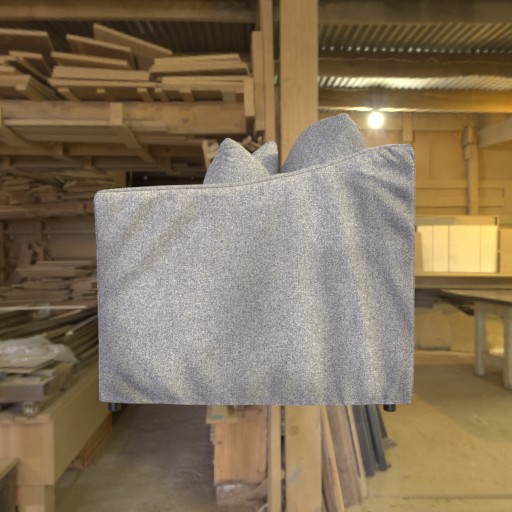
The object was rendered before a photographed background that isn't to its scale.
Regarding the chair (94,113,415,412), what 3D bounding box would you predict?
[{"bbox_3d":[0.000,0.000,2.023,1.071,1.059,1.194,0,1,0],"label":"chair"}]
